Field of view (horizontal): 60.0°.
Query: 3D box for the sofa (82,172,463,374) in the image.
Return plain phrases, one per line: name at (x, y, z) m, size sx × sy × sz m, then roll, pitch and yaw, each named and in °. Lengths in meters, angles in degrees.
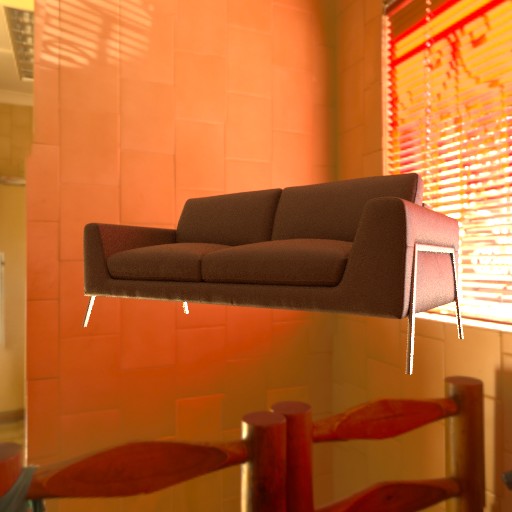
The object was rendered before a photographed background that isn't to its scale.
sofa at (0.000, 0.000, 2.549) m, size 2.017 × 0.875 × 0.953 m, roll -1°, pitch -1°, yaw 36°
